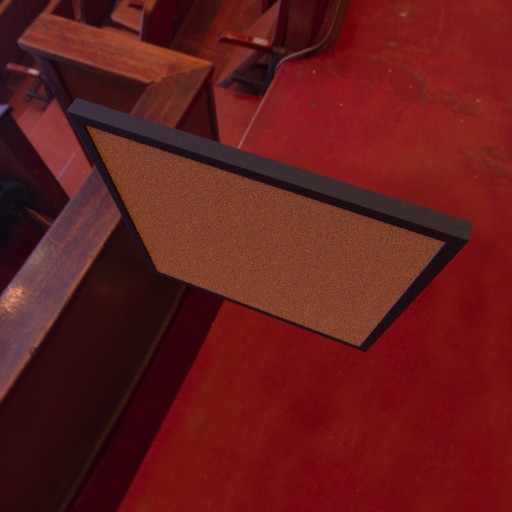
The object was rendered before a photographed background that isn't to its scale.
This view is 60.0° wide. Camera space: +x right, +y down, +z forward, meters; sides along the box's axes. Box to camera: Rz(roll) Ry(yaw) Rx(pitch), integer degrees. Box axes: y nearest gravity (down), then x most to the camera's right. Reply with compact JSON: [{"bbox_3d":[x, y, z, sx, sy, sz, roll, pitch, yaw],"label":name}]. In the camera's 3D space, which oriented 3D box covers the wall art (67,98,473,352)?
[{"bbox_3d":[0.000,0.000,1.134,0.763,0.763,0.037,20,66,9],"label":"wall art"}]
